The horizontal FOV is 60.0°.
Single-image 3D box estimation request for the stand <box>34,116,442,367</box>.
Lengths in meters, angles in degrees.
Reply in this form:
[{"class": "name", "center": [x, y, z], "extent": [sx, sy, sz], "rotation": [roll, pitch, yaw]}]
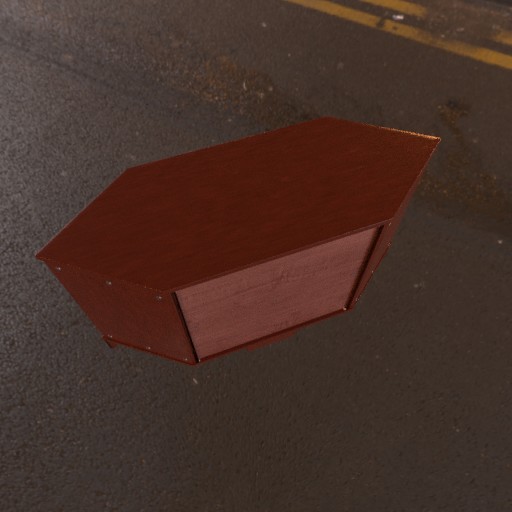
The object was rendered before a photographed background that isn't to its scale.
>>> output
[{"class": "stand", "center": [0.000, 0.000, 1.361], "extent": [1.072, 0.614, 0.381], "rotation": [-18, 60, -10]}]
